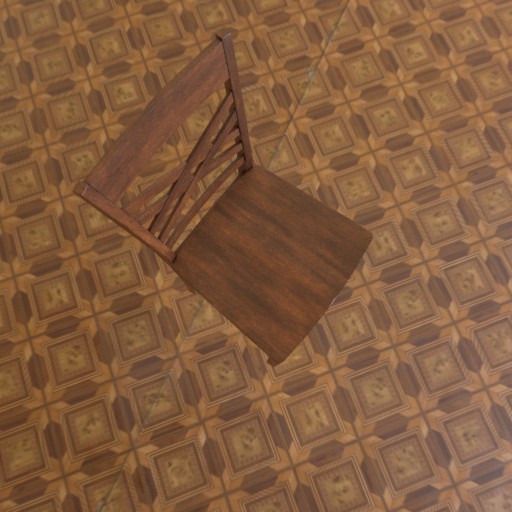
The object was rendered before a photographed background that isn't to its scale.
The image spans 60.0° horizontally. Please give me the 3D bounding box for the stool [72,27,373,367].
[{"bbox_3d":[0.000,0.000,1.301,0.504,1.098,0.426,36,78,9],"label":"stool"}]
